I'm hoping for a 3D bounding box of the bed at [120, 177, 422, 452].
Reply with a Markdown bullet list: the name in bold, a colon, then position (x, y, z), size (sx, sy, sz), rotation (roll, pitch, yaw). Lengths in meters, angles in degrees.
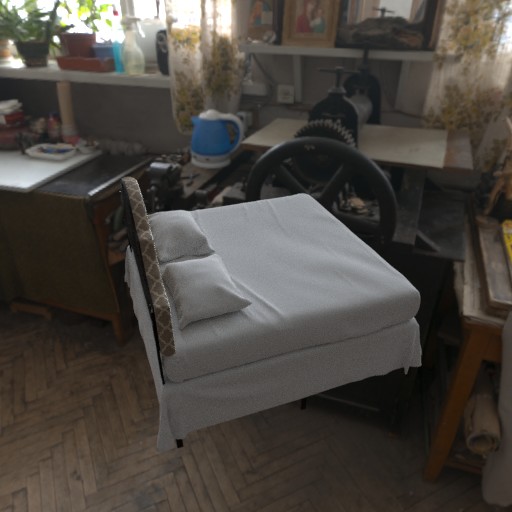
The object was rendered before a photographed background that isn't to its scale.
- **bed**: position (0.000, 0.000, 3.842), size (2.222, 1.601, 2.314), rotation (-11, 33, -17)
